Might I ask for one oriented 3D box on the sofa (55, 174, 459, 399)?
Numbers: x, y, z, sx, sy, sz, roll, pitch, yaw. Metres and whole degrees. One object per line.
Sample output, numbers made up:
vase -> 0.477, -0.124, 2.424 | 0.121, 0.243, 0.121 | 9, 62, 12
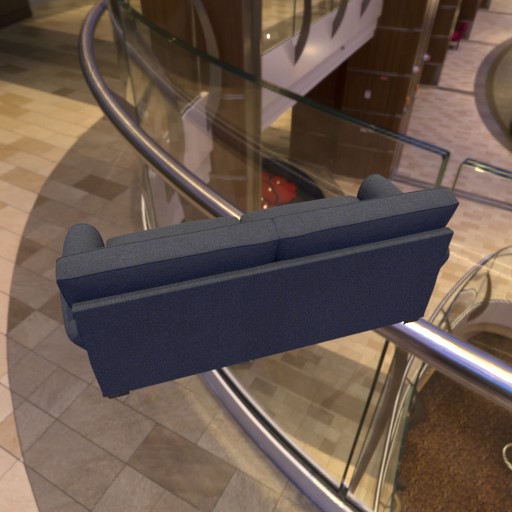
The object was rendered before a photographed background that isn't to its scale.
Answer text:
sofa -> 0.000, 0.000, 2.917 | 2.391, 1.026, 0.954 | -11, 42, -13
